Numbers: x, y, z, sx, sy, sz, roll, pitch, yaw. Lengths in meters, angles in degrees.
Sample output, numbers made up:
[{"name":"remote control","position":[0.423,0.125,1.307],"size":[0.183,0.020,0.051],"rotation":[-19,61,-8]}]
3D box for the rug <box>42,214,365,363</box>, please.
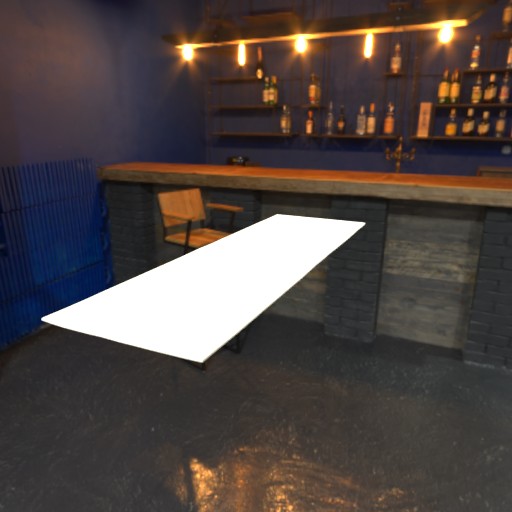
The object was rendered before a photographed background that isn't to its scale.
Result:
[{"name":"rug","position":[0.000,0.000,2.709],"size":[0.793,0.014,2.450],"rotation":[8,18,25]}]
